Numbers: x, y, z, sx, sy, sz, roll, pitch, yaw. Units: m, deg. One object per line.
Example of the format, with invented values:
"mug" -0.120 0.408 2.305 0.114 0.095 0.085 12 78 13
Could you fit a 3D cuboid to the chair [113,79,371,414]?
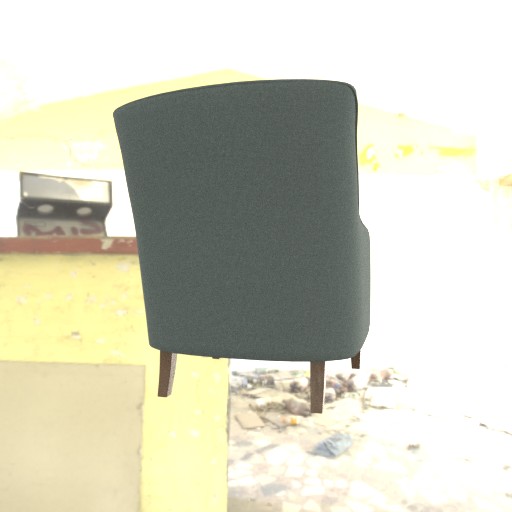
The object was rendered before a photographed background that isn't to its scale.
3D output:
"chair" 0.000 0.000 1.564 0.756 0.916 0.879 0 -1 18
